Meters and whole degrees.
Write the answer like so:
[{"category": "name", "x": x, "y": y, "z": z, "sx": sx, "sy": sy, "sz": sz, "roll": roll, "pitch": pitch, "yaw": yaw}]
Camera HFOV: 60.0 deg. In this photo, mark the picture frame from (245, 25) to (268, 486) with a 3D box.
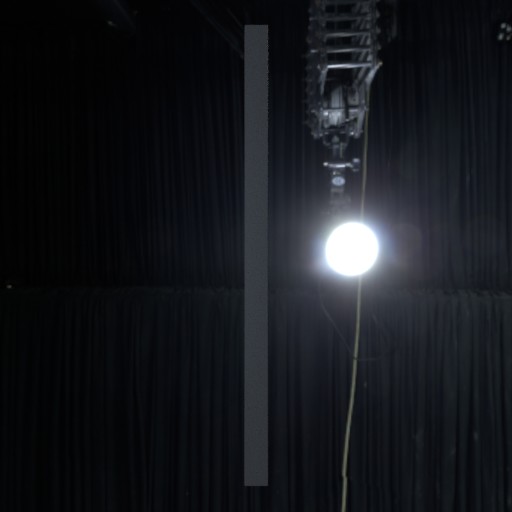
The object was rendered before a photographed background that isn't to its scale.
[{"category": "picture frame", "x": 0.000, "y": 0.000, "z": 0.765, "sx": 0.028, "sy": 0.556, "sz": 0.460, "roll": 0, "pitch": 0, "yaw": 0}]
